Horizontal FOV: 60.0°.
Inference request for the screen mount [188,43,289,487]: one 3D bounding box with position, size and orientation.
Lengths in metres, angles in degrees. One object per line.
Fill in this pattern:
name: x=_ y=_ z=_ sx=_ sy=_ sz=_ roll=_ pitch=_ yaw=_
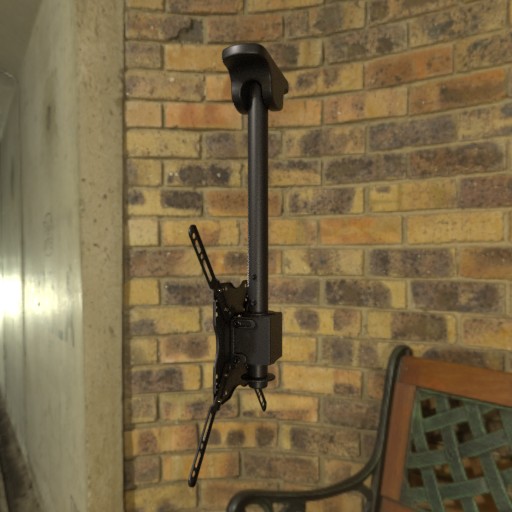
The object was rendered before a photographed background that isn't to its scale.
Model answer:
screen mount: x=0.000 y=0.000 z=0.861 sx=0.090 sy=0.729 sz=0.393 roll=0 pitch=0 yaw=19
